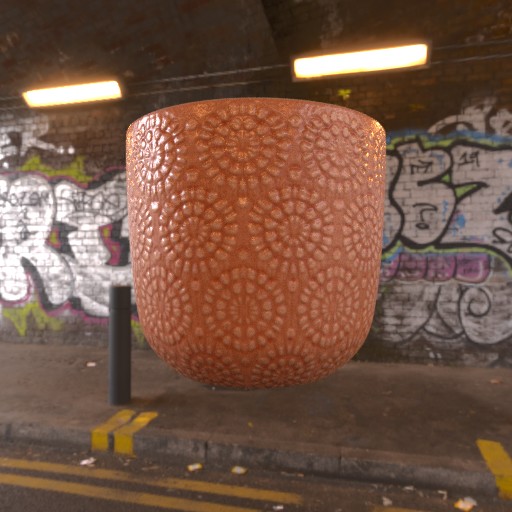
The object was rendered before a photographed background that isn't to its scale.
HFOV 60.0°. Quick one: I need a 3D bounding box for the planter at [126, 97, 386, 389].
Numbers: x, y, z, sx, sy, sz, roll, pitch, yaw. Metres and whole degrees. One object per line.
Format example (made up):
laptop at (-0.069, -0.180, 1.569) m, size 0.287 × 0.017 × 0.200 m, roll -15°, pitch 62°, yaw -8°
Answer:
planter at (0.000, 0.000, 0.369) m, size 0.208 × 0.190 × 0.208 m, roll 0°, pitch 0°, yaw 0°
